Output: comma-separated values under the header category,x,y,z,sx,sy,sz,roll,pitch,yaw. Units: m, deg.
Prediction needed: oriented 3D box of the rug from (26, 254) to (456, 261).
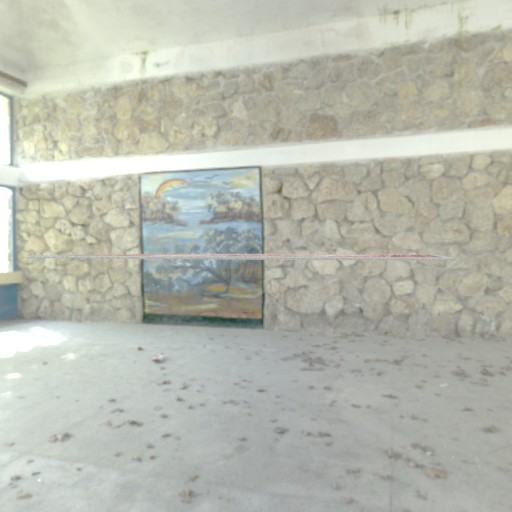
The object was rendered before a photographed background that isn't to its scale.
category,x,y,z,sx,sy,sz,roll,pitch,yaw
rug,0.000,0.000,2.265,1.747,0.011,1.217,0,1,18
